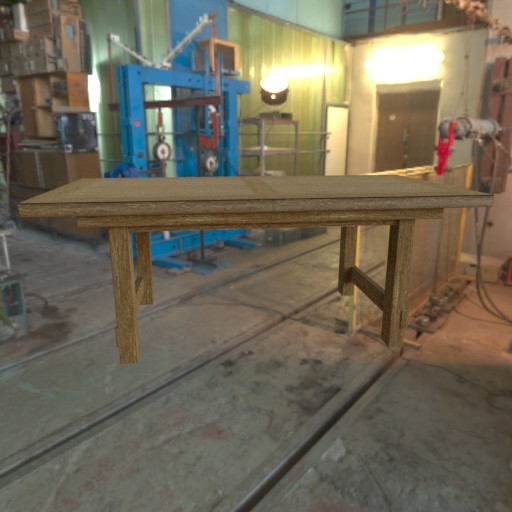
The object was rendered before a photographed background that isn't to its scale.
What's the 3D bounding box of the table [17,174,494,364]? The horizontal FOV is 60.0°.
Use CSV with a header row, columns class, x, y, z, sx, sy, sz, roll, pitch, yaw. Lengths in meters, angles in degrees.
class,x,y,z,sx,sy,sz,roll,pitch,yaw
table,0.000,0.000,2.401,1.982,0.762,1.000,-2,16,-7
